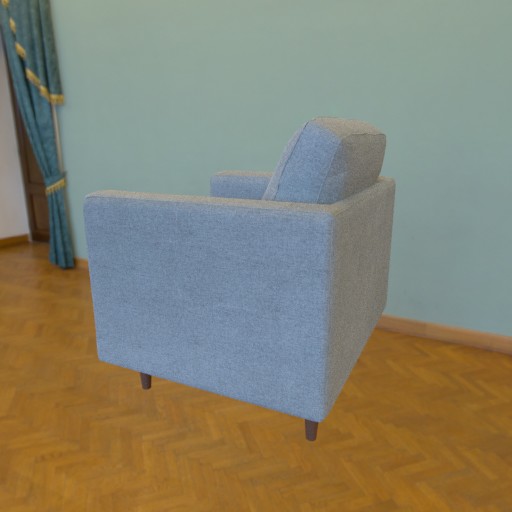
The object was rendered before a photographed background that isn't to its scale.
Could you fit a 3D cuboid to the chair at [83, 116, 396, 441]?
[{"bbox_3d":[0.000,0.000,1.562,0.800,0.927,0.855,8,18,25],"label":"chair"}]
